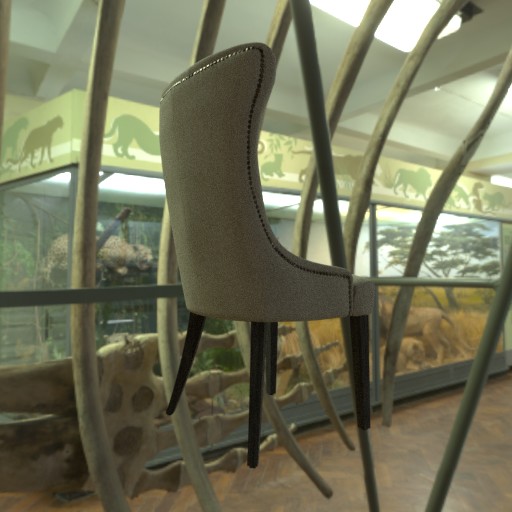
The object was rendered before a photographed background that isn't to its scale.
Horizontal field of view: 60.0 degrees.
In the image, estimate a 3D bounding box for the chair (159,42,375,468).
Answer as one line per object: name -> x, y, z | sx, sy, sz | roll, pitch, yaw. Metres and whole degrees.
chair -> 0.000, 0.000, 1.421 | 0.590, 1.065, 0.584 | 1, -2, -35
